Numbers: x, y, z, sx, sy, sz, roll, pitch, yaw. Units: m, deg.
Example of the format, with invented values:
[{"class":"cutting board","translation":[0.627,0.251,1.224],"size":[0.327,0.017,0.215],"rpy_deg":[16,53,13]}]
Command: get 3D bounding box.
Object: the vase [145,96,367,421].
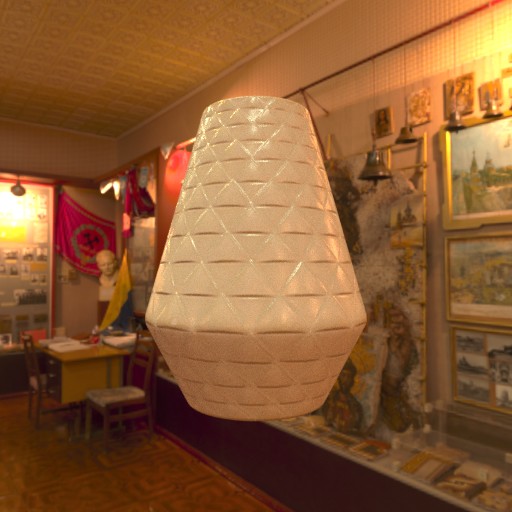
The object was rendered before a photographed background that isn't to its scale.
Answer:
[{"class":"vase","translation":[0.000,0.000,0.362],"size":[0.175,0.230,0.175],"rpy_deg":[0,-2,0]}]
